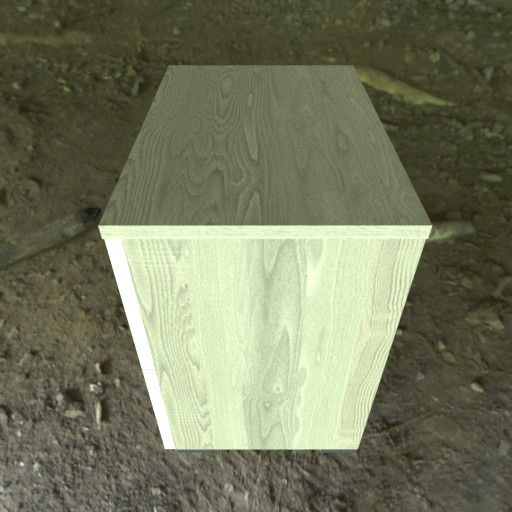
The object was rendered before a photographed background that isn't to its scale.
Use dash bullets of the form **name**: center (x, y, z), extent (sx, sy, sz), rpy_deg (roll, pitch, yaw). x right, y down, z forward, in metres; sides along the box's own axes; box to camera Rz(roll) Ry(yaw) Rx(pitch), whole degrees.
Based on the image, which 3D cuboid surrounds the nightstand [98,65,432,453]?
- **nightstand**: center (0.000, 0.000, 0.727), extent (0.325, 0.461, 0.442), rpy_deg (0, 41, 0)
